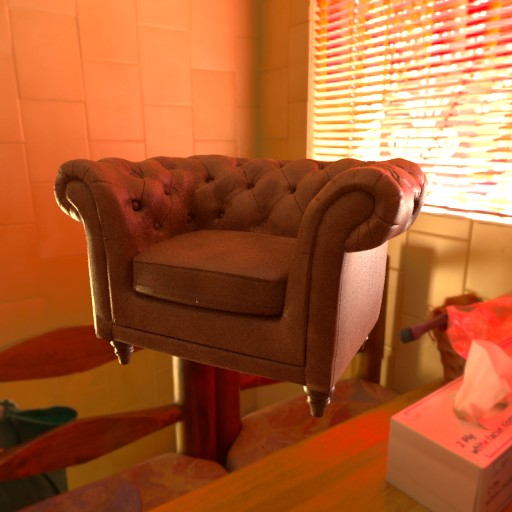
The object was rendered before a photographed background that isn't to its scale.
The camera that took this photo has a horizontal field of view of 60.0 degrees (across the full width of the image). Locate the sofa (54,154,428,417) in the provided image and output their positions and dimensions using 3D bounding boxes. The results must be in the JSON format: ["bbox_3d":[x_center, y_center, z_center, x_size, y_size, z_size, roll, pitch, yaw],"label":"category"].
[{"bbox_3d":[0.000,0.000,1.999,1.405,0.878,1.033,7,16,25],"label":"sofa"}]
